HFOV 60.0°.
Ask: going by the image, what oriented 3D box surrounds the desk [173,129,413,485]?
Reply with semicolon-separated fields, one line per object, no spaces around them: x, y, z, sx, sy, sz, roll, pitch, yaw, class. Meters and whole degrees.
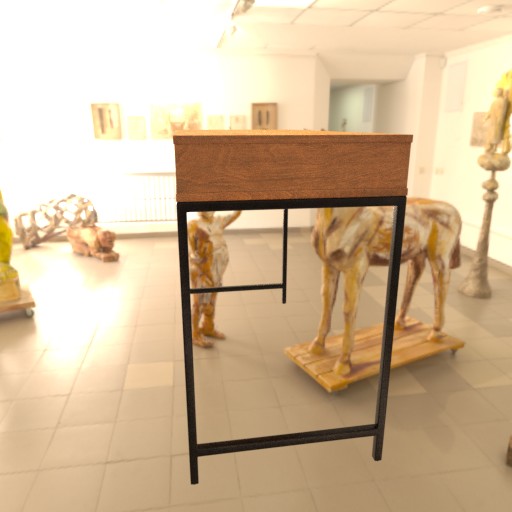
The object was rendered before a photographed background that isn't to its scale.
0.000;0.000;1.408;0.470;0.762;1.016;-3;17;-9;desk
